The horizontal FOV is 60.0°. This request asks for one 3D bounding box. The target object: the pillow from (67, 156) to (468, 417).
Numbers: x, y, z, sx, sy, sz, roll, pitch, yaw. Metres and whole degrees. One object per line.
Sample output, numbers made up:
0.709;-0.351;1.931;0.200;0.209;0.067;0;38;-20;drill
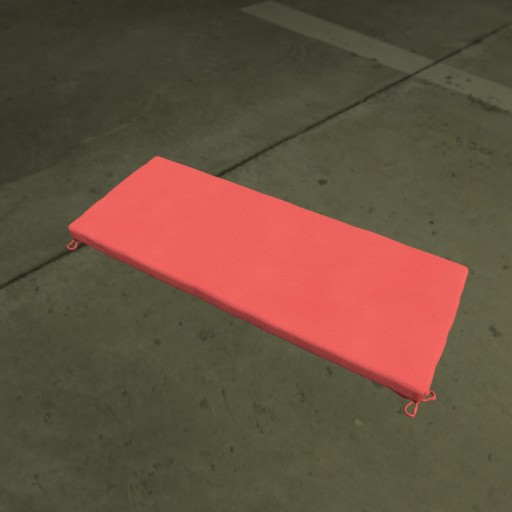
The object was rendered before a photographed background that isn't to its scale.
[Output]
0.000;0.000;1.347;1.187;0.081;0.492;23;51;20;pillow
